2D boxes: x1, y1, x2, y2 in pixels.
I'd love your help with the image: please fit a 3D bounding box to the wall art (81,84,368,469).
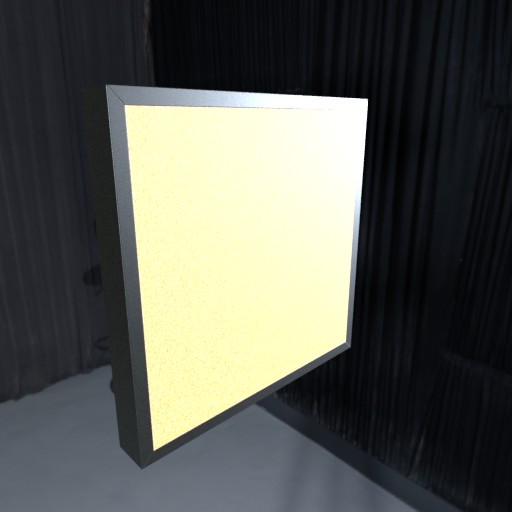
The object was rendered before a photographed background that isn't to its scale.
[{"bbox_3d":[0.000,0.000,0.442,0.304,0.304,0.038,-16,23,-42],"label":"wall art"}]
